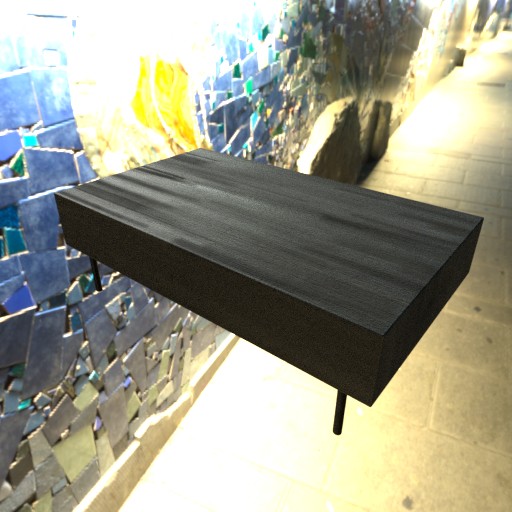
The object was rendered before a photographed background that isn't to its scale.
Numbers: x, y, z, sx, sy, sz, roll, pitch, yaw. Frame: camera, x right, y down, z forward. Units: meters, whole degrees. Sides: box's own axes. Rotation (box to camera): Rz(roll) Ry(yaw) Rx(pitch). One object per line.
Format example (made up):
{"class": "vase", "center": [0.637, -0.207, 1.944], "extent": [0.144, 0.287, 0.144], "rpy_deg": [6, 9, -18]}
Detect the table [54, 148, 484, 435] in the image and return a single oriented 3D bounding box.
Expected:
{"class": "table", "center": [0.000, 0.000, 1.374], "extent": [1.088, 0.347, 0.643], "rpy_deg": [22, 36, 33]}
